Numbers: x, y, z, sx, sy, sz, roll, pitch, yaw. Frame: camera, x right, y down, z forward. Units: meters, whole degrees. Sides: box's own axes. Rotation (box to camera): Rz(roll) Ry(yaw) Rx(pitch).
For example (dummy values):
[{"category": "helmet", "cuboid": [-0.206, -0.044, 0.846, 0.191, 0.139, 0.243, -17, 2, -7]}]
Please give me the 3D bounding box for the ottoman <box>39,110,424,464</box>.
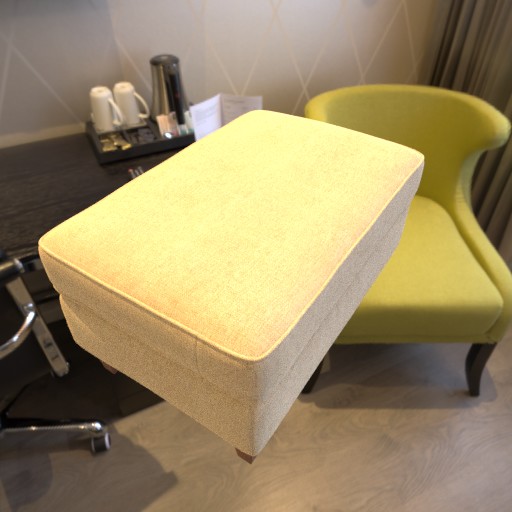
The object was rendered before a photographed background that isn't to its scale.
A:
[{"category": "ottoman", "cuboid": [0.000, 0.000, 1.196, 0.583, 0.484, 0.862, 24, 46, 25]}]
